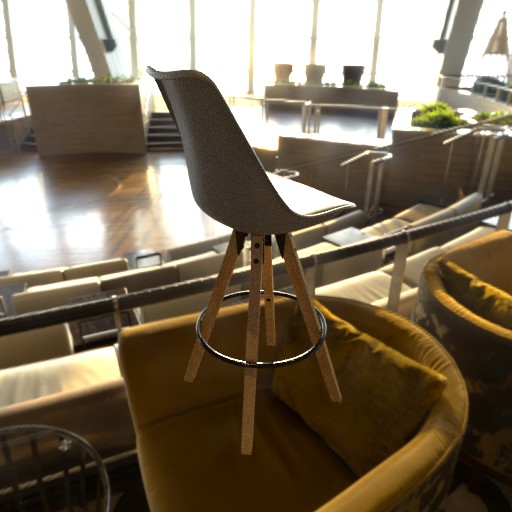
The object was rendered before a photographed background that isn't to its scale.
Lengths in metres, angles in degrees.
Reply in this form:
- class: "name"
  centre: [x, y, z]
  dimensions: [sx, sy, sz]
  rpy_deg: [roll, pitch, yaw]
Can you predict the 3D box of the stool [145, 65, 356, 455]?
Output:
- class: "stool"
  centre: [0.000, 0.000, 1.400]
  dimensions: [0.550, 1.115, 0.485]
  rpy_deg: [-17, 31, -31]
